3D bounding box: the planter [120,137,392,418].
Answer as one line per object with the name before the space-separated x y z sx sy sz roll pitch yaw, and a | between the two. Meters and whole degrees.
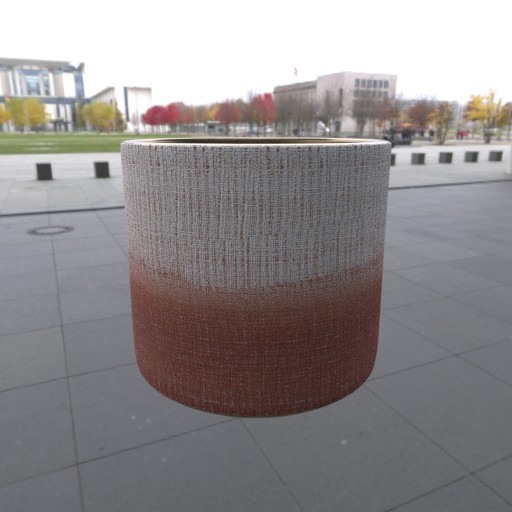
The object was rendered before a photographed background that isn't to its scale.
planter | 0.000 0.000 0.395 0.221 0.201 0.221 0 16 0
